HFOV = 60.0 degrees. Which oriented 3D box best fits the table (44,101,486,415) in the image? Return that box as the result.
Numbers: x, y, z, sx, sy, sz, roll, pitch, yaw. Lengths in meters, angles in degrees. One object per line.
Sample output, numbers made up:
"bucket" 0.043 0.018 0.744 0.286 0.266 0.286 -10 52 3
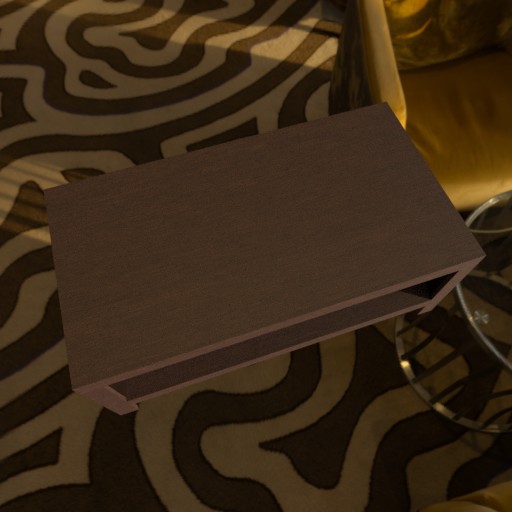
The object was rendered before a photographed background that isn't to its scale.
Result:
"table" 0.000 0.000 1.424 1.099 0.424 0.597 -17 64 -8
